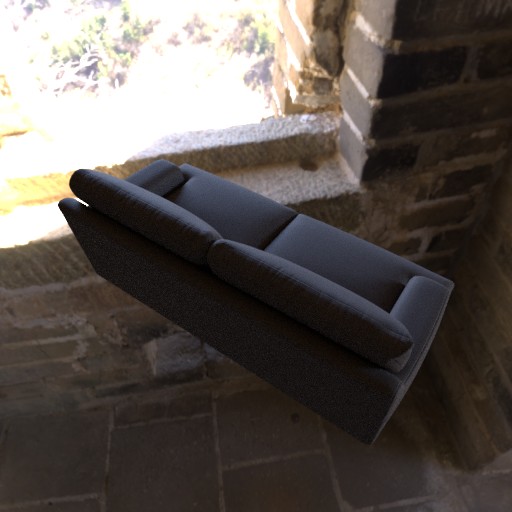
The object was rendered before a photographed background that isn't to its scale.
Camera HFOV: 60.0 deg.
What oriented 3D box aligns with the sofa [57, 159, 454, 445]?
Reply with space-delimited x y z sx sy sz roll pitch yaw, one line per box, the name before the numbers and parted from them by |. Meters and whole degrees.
sofa | 0.000 0.000 2.801 2.271 0.950 1.140 27 53 23
